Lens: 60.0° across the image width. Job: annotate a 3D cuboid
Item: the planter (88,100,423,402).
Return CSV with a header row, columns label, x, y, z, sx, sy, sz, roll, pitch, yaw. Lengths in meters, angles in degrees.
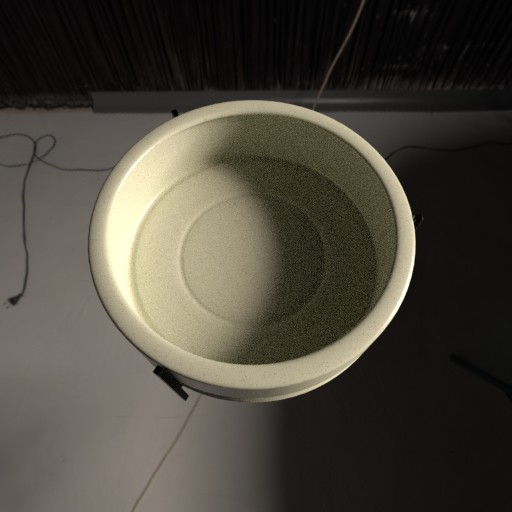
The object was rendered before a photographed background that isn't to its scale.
label,x,y,z,sx,sy,sz,roll,pitch,yaw
planter,0.000,0.000,0.532,0.345,0.171,0.336,-1,65,-1
